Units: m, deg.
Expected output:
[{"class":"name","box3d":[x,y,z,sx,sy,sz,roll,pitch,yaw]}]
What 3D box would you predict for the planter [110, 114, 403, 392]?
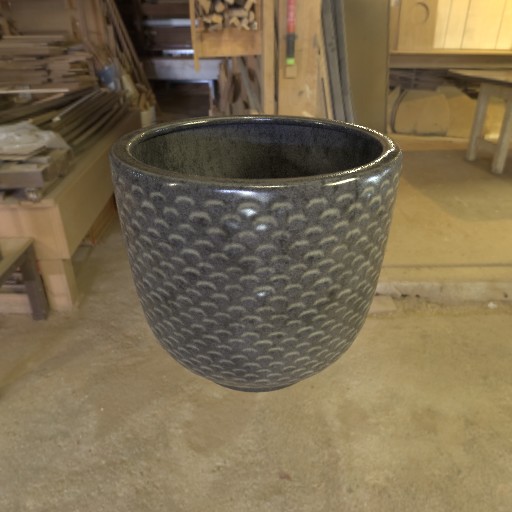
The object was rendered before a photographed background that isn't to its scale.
[{"class":"planter","box3d":[0.000,0.000,0.247,0.140,0.129,0.140,0,28,0]}]
